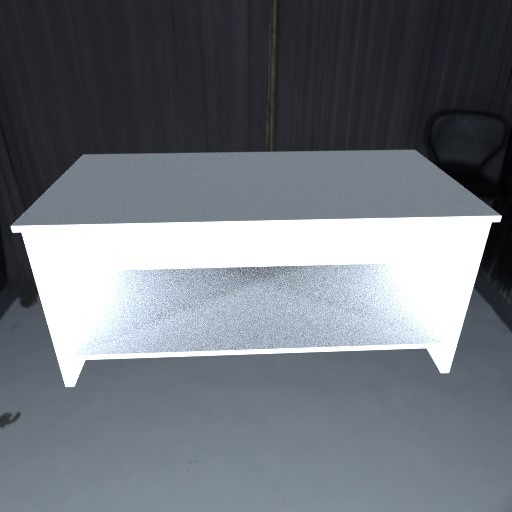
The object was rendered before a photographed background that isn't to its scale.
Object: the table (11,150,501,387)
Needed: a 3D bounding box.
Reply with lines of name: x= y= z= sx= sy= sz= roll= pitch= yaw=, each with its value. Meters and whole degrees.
table: x=0.000 y=0.000 z=1.226 sx=1.000 sy=0.441 sz=0.500 roll=-1 pitch=29 yaw=-3
